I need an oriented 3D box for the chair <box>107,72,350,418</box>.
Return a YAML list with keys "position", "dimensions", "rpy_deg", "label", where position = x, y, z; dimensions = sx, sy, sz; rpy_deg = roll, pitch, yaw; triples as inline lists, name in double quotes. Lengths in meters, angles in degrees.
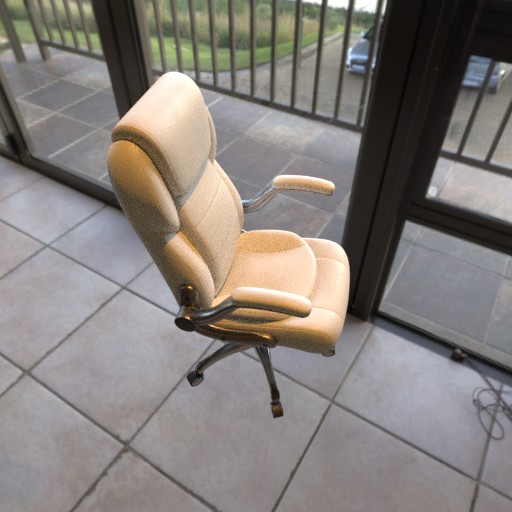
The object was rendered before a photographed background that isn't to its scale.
- position: [0.000, 0.000, 1.834]
  dimensions: [0.806, 1.330, 0.755]
  rpy_deg: [10, 46, 10]
  label: "chair"
